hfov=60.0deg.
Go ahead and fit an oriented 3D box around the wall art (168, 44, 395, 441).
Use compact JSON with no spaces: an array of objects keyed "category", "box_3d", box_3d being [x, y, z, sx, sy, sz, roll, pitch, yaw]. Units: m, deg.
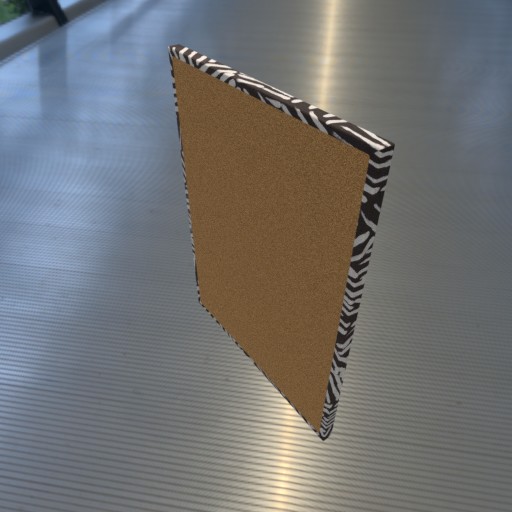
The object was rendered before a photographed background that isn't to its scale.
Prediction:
[{"category":"wall art","box_3d":[0.000,0.000,1.325,0.038,1.017,0.765,-26,47,-27]}]
